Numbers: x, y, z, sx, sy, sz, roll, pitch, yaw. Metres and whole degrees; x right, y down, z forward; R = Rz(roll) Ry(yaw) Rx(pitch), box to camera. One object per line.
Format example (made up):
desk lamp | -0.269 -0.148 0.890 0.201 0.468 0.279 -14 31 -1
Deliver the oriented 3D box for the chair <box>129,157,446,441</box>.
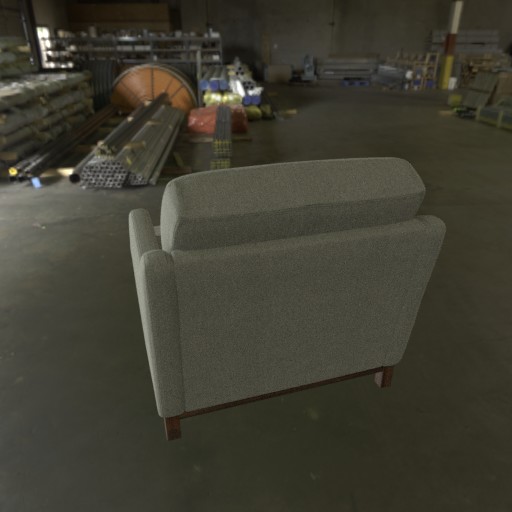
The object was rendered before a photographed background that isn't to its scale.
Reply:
chair | 0.000 0.000 1.553 0.826 0.821 0.892 -8 27 -16
